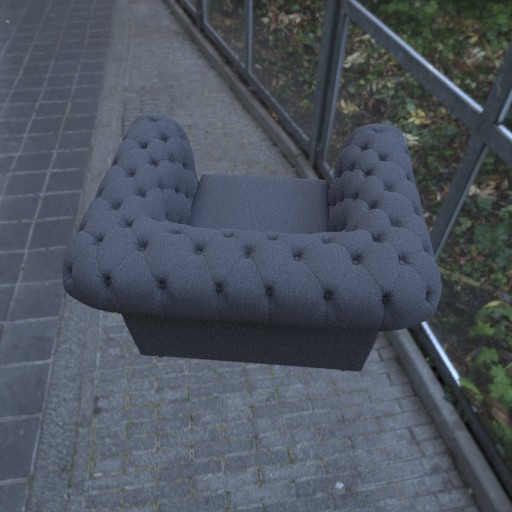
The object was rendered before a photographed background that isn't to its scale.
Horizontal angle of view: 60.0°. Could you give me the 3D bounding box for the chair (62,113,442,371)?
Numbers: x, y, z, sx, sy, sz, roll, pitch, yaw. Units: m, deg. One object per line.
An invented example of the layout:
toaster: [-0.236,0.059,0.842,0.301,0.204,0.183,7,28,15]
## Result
chair: [0.000,0.000,1.880,1.270,0.770,0.976,4,47,3]
